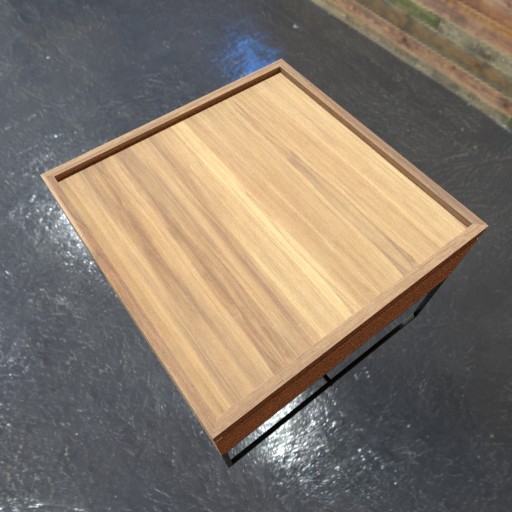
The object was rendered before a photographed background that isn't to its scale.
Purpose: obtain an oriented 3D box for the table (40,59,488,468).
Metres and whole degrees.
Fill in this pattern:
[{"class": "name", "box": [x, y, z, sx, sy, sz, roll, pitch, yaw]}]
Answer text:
[{"class": "table", "box": [0.000, 0.000, 1.135, 0.676, 0.464, 0.679, -33, 64, -18]}]
